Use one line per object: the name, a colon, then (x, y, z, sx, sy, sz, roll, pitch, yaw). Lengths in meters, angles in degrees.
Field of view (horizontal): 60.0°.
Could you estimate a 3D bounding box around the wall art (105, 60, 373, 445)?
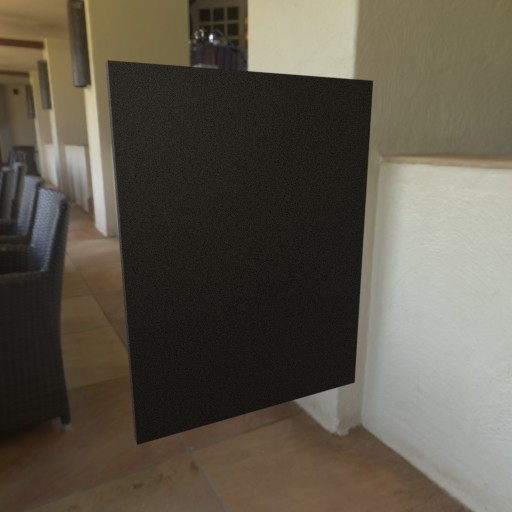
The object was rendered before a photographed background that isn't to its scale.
wall art: (0.000, 0.000, 1.376, 0.806, 1.062, 0.038, -7, 16, -25)
